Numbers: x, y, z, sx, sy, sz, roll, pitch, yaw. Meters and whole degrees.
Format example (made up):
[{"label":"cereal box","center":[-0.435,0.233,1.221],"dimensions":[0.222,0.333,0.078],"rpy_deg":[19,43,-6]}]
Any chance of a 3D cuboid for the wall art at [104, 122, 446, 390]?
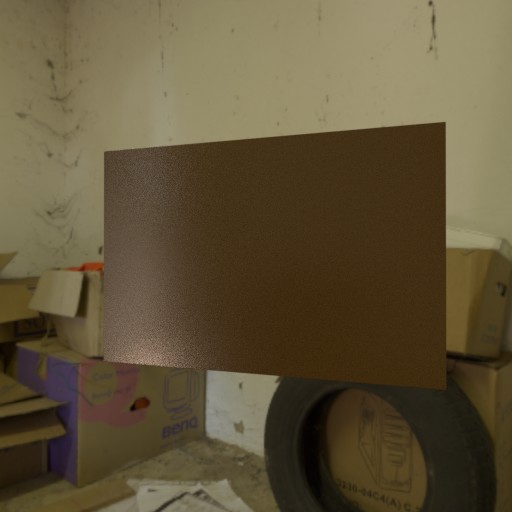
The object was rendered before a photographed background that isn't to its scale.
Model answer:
[{"label":"wall art","center":[0.000,0.000,1.451],"dimensions":[1.145,0.762,0.041],"rpy_deg":[0,0,18]}]
